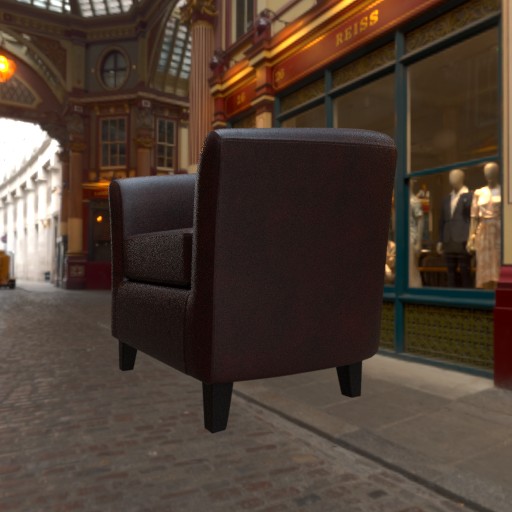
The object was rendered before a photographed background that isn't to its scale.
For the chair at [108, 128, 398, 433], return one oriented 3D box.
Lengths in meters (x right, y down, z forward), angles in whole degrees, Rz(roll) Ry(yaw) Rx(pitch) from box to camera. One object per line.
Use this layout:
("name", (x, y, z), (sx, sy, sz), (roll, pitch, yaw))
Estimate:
("chair", (0.000, 0.000, 1.397), (0.727, 0.756, 0.792), (0, 0, -34))
